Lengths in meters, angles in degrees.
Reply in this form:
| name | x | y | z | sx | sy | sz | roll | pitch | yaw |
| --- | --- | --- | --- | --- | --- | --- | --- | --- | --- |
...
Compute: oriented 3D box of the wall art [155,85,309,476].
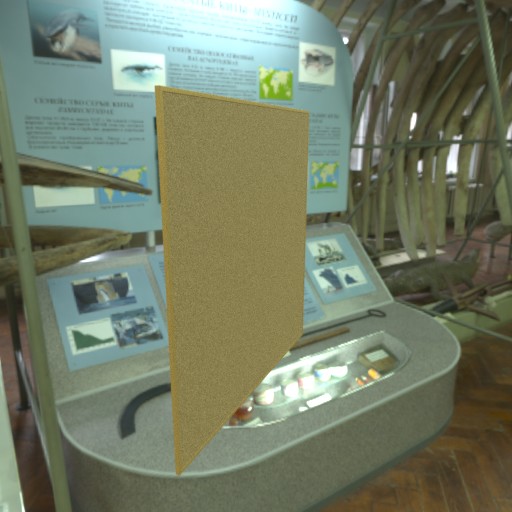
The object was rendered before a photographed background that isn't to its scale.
| name | x | y | z | sx | sy | sz | roll | pitch | yaw |
| --- | --- | --- | --- | --- | --- | --- | --- | --- | --- |
| wall art | 0.000 | 0.000 | 1.461 | 0.013 | 0.959 | 0.962 | 7 | 16 | 24 |
